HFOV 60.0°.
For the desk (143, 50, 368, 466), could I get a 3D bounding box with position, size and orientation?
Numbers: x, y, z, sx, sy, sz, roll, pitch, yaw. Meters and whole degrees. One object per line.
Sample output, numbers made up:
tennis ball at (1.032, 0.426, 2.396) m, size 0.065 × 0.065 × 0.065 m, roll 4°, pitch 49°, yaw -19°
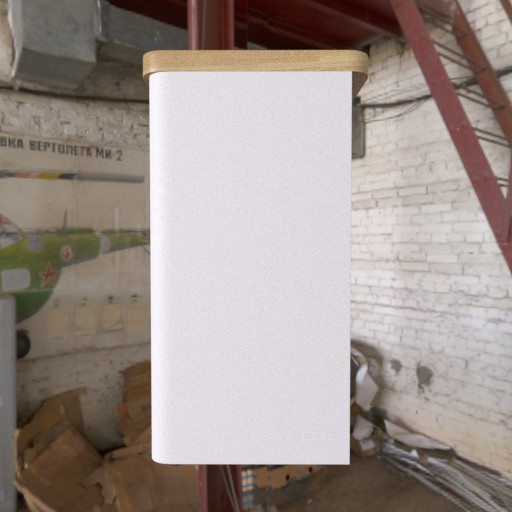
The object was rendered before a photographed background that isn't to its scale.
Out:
desk at (0.000, 0.000, 1.217) m, size 0.440 × 0.790 × 0.760 m, roll 0°, pitch 2°, yaw 0°
